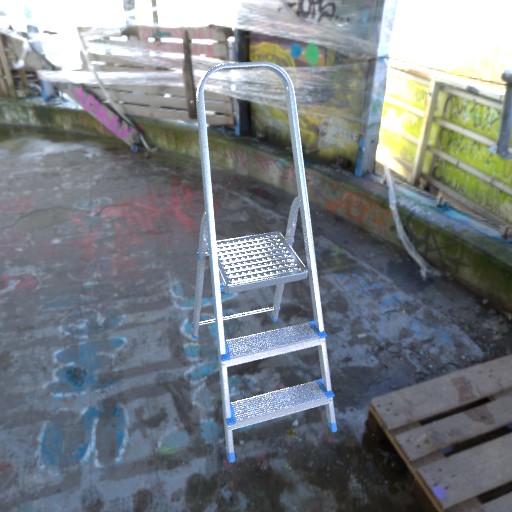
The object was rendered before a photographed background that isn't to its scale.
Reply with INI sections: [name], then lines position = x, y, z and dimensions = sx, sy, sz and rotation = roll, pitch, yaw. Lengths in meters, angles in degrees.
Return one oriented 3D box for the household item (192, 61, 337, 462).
[household item]
position = 0.000, 0.000, 1.543
dimensions = 0.420, 1.215, 0.687
rotation = -10, 34, -15
